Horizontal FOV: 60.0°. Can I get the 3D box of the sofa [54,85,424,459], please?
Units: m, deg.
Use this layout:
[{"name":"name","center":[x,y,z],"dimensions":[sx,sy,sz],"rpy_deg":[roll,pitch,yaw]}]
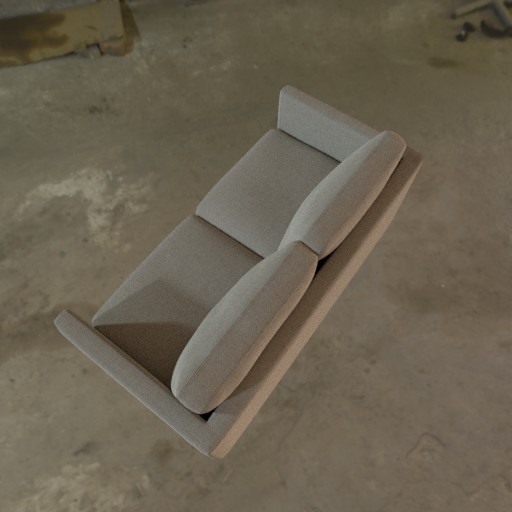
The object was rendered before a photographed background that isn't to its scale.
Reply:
[{"name":"sofa","center":[0.000,0.000,2.448],"dimensions":[0.951,0.947,1.884],"rpy_deg":[34,68,15]}]
